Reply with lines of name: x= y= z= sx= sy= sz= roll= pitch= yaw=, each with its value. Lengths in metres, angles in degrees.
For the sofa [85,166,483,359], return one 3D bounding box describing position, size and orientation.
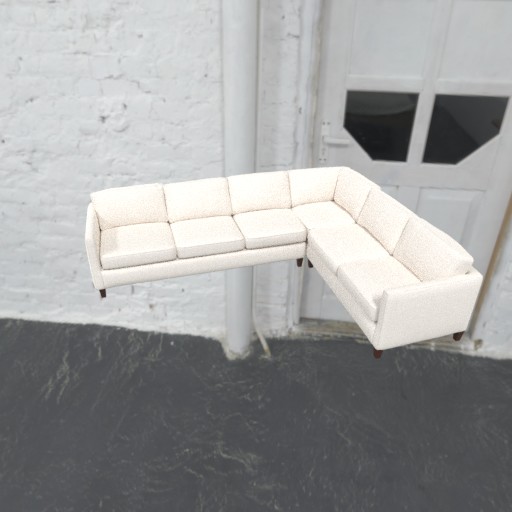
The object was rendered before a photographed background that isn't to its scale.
sofa: x=0.000 y=0.000 z=4.507 sx=3.302 sy=0.947 sz=2.593 roll=-8 pitch=32 yaw=-14
